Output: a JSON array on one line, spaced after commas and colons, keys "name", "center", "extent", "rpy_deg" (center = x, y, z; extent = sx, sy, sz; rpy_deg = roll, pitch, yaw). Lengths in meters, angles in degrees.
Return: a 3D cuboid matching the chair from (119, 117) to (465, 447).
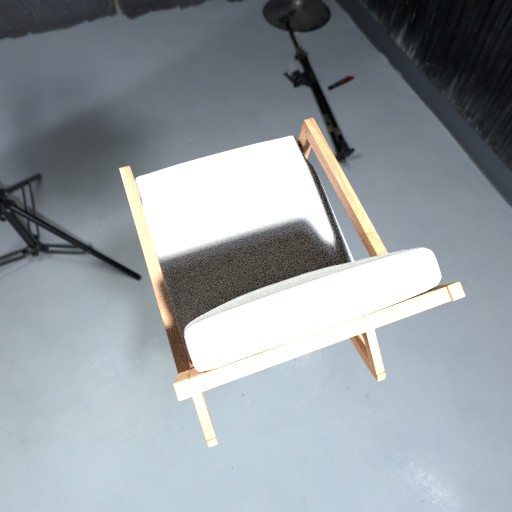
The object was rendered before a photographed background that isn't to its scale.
[{"name": "chair", "center": [0.000, 0.000, 1.359], "extent": [0.622, 0.790, 0.857], "rpy_deg": [-18, 60, -10]}]
